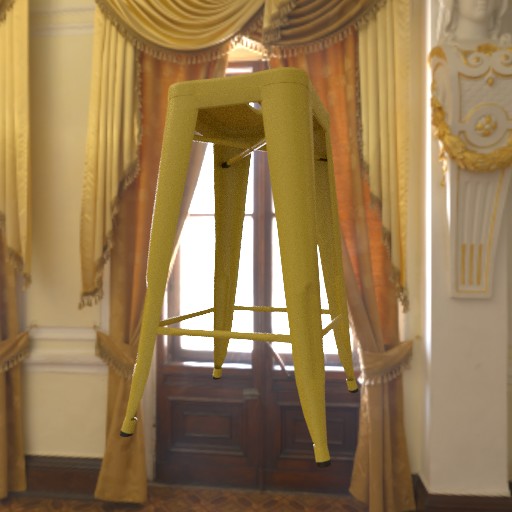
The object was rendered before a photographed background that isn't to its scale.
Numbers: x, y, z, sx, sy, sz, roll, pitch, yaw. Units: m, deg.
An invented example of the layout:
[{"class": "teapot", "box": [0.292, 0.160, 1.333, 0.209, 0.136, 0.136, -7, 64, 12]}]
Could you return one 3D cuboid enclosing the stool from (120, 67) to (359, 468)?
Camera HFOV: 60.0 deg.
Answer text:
[{"class": "stool", "box": [0.000, 0.000, 0.873, 0.359, 0.609, 0.399, 0, 0, 19]}]
